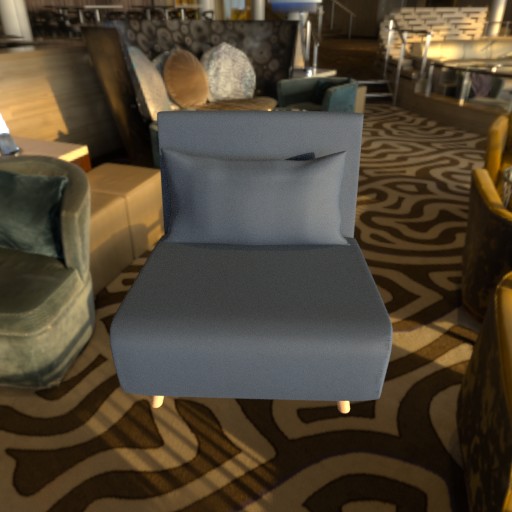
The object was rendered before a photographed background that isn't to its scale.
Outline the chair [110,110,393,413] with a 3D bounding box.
[{"bbox_3d":[0.000,0.000,1.499,0.770,0.808,0.900,1,29,2],"label":"chair"}]
